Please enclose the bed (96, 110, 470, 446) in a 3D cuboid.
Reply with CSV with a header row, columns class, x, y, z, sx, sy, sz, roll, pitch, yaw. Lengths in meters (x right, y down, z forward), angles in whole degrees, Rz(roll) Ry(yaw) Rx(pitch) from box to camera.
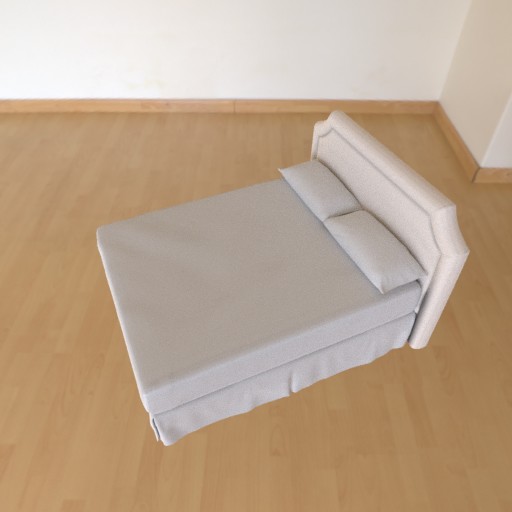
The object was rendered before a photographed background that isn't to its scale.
class,x,y,z,sx,sy,sz,roll,pitch,yaw
bed,0.000,0.000,3.345,2.164,1.297,1.828,-17,48,-17
